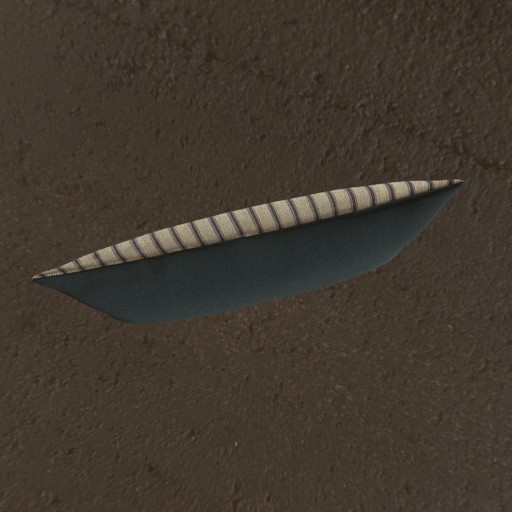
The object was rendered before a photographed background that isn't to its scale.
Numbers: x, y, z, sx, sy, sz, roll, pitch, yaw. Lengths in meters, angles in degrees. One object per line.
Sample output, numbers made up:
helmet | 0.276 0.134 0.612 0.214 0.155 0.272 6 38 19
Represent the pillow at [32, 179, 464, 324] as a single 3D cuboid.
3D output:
pillow | 0.000 0.000 0.746 0.609 0.305 0.151 -13 76 -3
